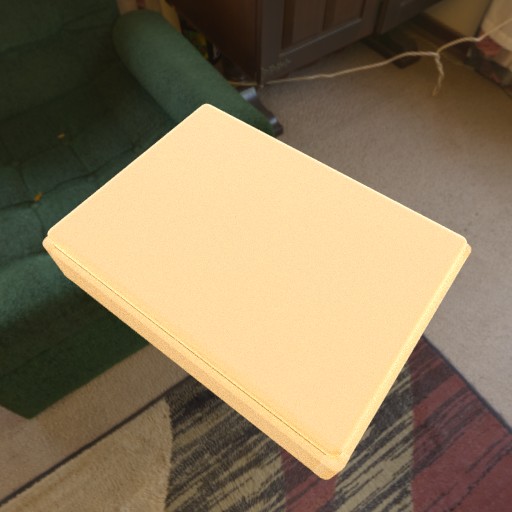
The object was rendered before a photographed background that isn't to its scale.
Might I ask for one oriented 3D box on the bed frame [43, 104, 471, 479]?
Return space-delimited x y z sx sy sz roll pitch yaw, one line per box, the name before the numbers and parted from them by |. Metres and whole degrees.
bed frame | 0.000 0.000 2.501 1.900 0.406 1.400 32 63 19
